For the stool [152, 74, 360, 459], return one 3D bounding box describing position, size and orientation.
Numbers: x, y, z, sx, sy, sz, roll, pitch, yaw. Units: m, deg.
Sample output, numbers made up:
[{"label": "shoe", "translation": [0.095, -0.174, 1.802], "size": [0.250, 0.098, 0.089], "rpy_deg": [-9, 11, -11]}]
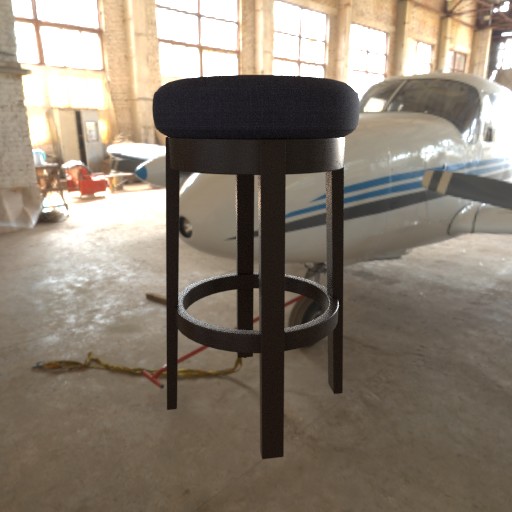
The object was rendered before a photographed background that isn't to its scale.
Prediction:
[{"label": "stool", "translation": [0.000, 0.000, 1.028], "size": [0.446, 0.758, 0.446], "rpy_deg": [0, 16, 0]}]
